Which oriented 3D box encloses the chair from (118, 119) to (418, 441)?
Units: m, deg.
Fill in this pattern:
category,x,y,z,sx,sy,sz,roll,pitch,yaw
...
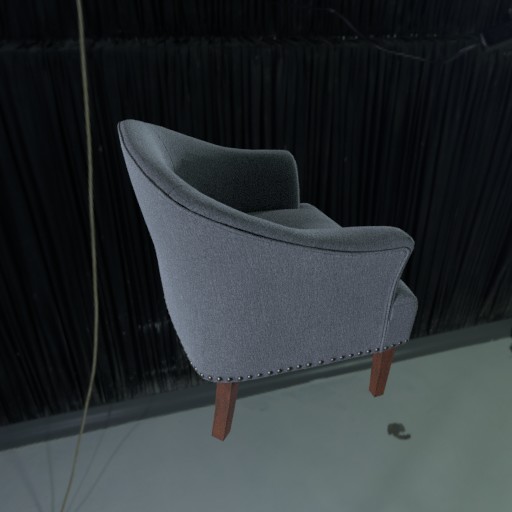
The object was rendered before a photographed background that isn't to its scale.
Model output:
category,x,y,z,sx,sy,sz,roll,pitch,yaw
chair,0.000,0.000,1.378,0.704,0.815,0.798,-10,31,-17
